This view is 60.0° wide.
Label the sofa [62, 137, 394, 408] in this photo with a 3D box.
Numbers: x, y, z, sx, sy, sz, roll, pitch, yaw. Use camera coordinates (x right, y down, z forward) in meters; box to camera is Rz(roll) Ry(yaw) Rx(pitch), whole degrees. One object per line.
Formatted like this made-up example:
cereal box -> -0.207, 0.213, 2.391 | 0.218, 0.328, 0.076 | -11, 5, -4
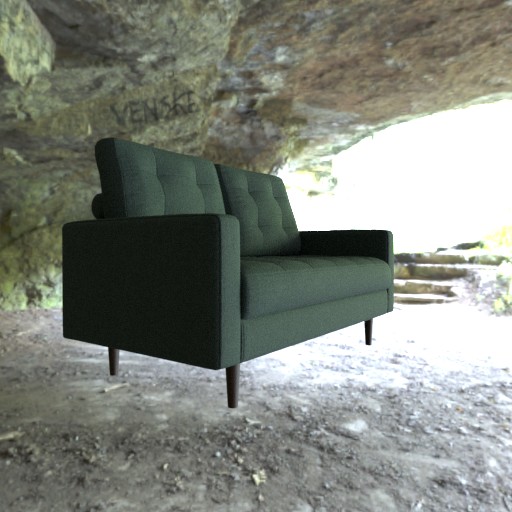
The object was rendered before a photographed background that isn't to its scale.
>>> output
sofa -> 0.000, 0.000, 1.983 | 0.842, 0.907, 1.407 | 1, 1, 36
